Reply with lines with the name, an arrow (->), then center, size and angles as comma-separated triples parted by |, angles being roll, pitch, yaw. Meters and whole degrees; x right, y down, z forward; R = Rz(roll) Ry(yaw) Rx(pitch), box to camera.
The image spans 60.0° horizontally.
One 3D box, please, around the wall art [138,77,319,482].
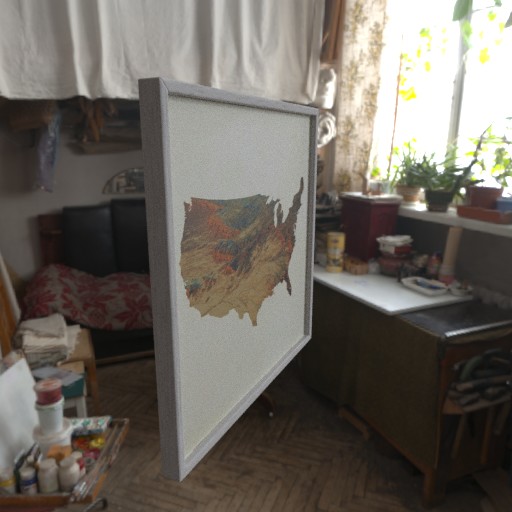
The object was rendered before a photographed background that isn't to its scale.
wall art -> 0.000, 0.000, 1.913 | 0.078, 1.288, 1.287 | 7, 16, 26
